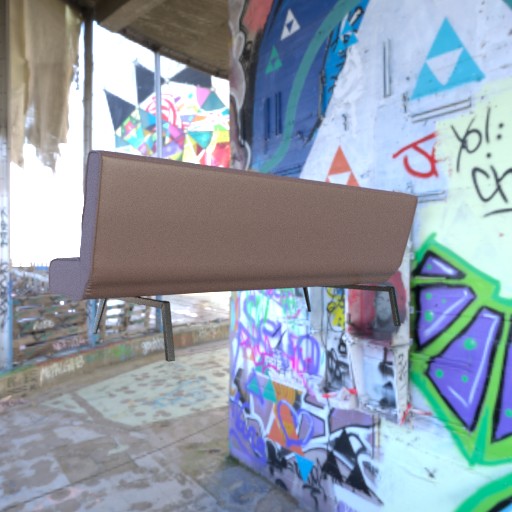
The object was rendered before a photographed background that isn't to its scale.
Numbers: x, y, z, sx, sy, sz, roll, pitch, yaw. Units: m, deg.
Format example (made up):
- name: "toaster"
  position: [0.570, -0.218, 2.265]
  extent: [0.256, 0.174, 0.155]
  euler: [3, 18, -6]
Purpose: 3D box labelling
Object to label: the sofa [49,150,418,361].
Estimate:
- name: "sofa"
  position: [0.000, 0.000, 2.144]
  extent: [1.703, 0.699, 0.747]
  euler: [0, 0, -37]
